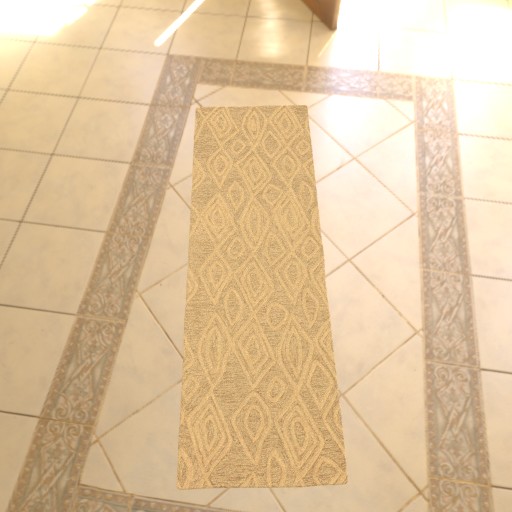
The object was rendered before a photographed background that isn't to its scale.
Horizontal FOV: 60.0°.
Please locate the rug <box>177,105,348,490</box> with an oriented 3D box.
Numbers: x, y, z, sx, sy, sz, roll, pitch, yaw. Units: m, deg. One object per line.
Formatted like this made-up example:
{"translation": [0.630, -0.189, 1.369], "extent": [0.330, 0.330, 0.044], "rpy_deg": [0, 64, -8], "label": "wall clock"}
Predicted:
{"translation": [0.000, 0.000, 2.622], "extent": [0.807, 0.013, 2.436], "rpy_deg": [-1, 62, -1], "label": "rug"}
